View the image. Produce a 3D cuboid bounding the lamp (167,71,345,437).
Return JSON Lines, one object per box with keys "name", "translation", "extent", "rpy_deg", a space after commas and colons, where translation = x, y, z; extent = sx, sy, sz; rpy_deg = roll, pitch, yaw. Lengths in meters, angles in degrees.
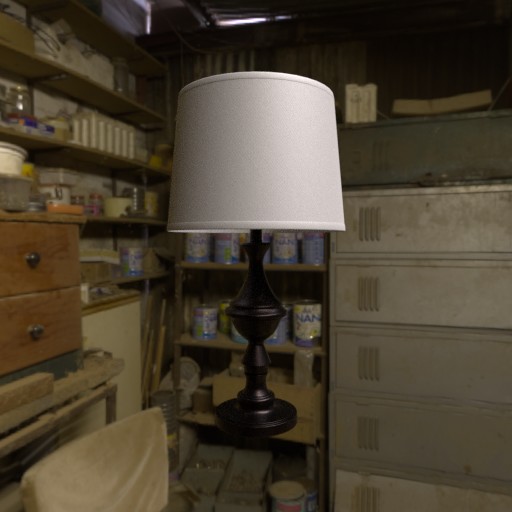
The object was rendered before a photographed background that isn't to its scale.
{"name": "lamp", "translation": [0.000, 0.000, 0.972], "extent": [0.383, 0.726, 0.383], "rpy_deg": [0, 2, 0]}
